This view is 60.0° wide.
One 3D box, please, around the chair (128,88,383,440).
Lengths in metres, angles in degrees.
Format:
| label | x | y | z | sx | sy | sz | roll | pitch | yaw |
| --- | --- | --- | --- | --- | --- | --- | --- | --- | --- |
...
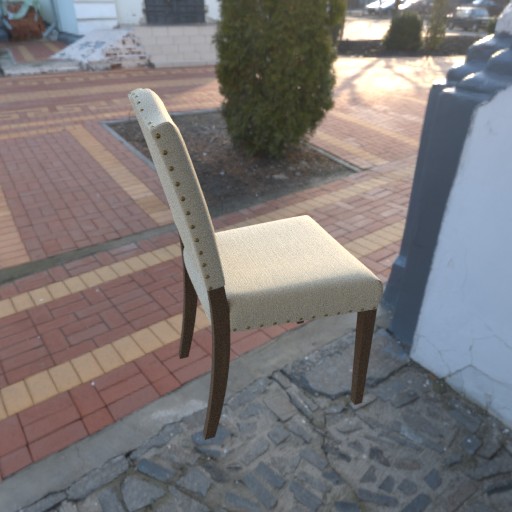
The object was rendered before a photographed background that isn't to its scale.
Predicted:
| label | x | y | z | sx | sy | sz | roll | pitch | yaw |
| --- | --- | --- | --- | --- | --- | --- | --- | --- | --- |
| chair | 0.000 | 0.000 | 1.384 | 0.619 | 1.015 | 0.508 | -10 | 31 | -17 |
